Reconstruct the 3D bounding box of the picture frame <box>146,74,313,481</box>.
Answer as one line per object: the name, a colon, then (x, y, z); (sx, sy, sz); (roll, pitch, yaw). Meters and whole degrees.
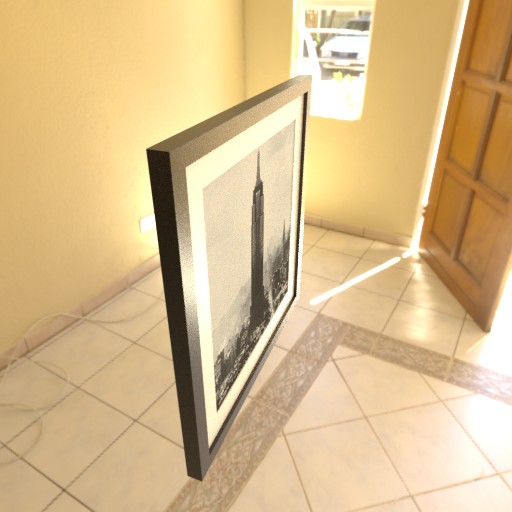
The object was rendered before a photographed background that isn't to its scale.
picture frame: (0.000, 0.000, 0.824); (0.029, 0.557, 0.559); (11, 32, 18)
